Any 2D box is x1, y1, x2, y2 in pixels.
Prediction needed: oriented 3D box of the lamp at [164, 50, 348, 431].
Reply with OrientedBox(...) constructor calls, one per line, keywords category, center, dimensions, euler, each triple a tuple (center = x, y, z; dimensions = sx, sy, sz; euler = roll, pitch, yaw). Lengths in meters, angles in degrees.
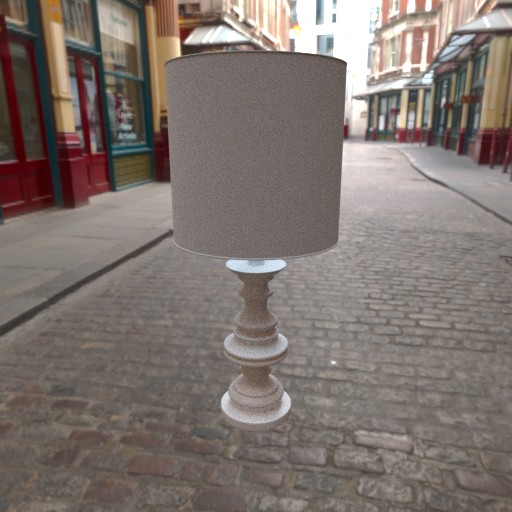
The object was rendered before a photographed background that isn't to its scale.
OrientedBox(category="lamp", center=(0.000, 0.000, 0.574), dimensions=(0.208, 0.455, 0.208), euler=(3, 16, 10))
